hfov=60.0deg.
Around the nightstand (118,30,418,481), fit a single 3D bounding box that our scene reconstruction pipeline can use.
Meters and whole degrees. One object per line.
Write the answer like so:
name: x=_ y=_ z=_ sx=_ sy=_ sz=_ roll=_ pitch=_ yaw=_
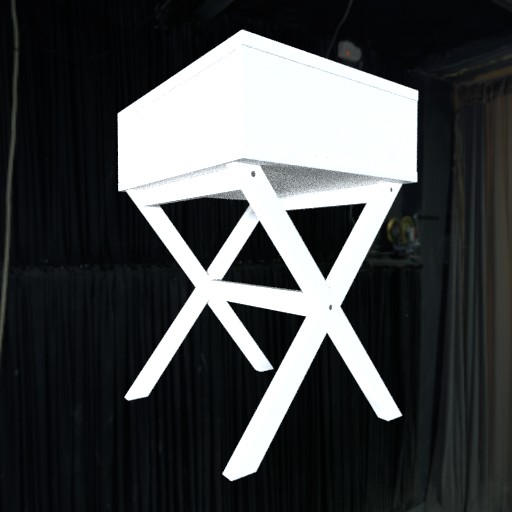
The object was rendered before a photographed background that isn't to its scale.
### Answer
nightstand: x=0.000 y=0.000 z=0.911 sx=0.402 sy=0.623 sz=0.479 roll=-1 pitch=2 yaw=-37
